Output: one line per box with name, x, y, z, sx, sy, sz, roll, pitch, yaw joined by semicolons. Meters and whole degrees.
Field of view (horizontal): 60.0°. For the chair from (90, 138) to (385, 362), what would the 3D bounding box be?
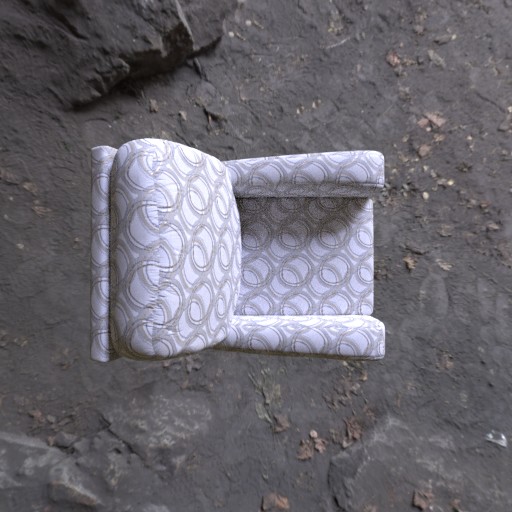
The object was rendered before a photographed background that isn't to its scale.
chair;0.000;0.000;1.741;0.995;1.065;0.796;0;89;-1
